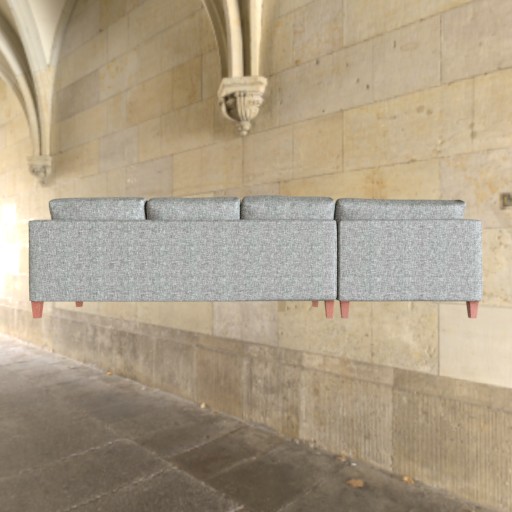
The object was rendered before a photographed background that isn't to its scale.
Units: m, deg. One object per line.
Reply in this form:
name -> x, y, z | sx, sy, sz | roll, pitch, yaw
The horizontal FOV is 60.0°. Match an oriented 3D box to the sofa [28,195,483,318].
sofa -> 0.000, 0.000, 4.143 | 3.485, 0.960, 1.635 | 0, 0, 0
